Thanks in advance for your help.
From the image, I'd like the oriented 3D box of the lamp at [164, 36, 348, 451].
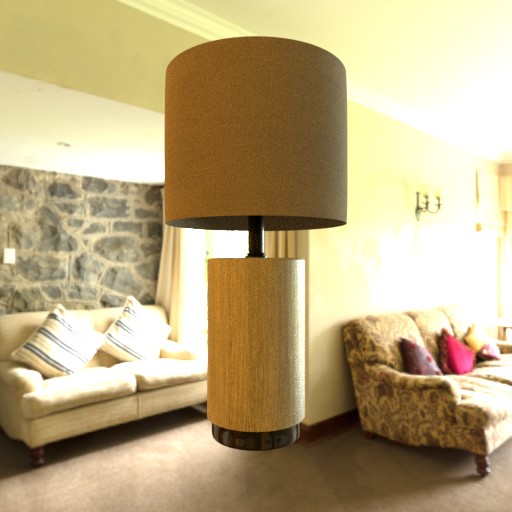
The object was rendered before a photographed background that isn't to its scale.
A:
[{"bbox_3d":[0.000,0.000,0.561,0.228,0.444,0.228,0,-1,-2],"label":"lamp"}]
